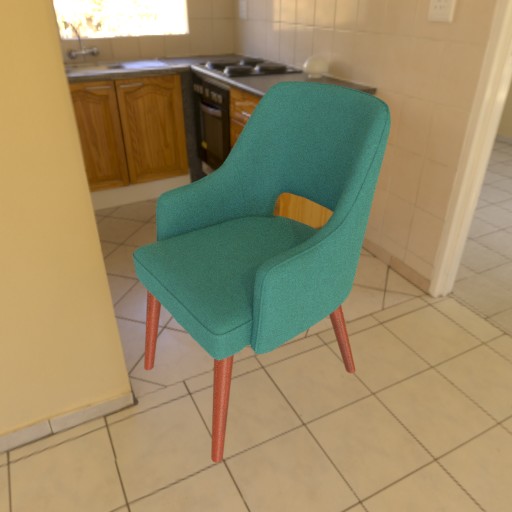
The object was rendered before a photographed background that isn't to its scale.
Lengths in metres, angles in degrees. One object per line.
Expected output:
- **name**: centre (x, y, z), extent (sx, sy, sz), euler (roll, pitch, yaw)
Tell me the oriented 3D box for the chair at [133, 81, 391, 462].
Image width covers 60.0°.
- **chair**: centre (0.000, 0.000, 1.255), extent (0.605, 0.849, 0.548), euler (-21, 37, -31)
